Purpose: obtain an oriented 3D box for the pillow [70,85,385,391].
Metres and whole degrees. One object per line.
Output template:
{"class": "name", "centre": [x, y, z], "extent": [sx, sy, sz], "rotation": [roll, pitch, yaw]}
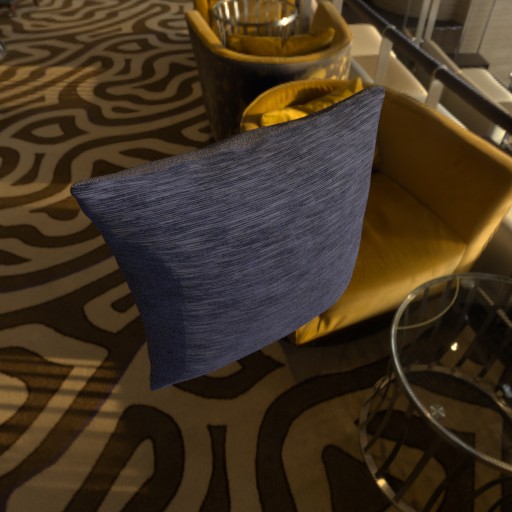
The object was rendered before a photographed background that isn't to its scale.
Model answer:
{"class": "pillow", "centre": [0.000, 0.000, 0.693], "extent": [0.452, 0.439, 0.204], "rotation": [-25, 50, -23]}
